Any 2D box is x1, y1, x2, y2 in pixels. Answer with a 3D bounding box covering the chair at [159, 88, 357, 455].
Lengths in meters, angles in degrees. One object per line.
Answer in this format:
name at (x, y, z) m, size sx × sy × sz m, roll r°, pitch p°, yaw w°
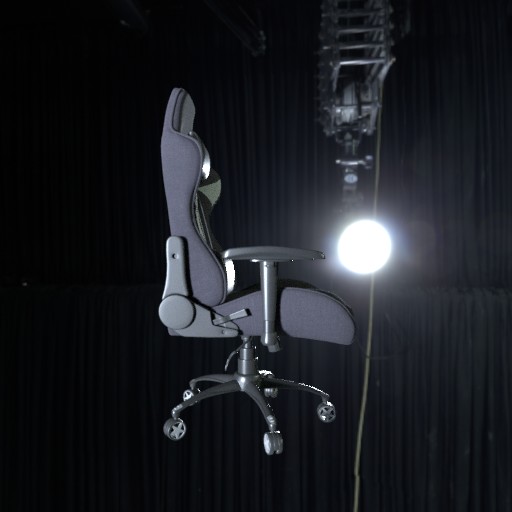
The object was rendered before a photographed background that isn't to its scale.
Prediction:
chair at (0.000, 0.000, 1.758) m, size 0.695 × 1.300 × 0.730 m, roll 0°, pitch 0°, yaw 1°
